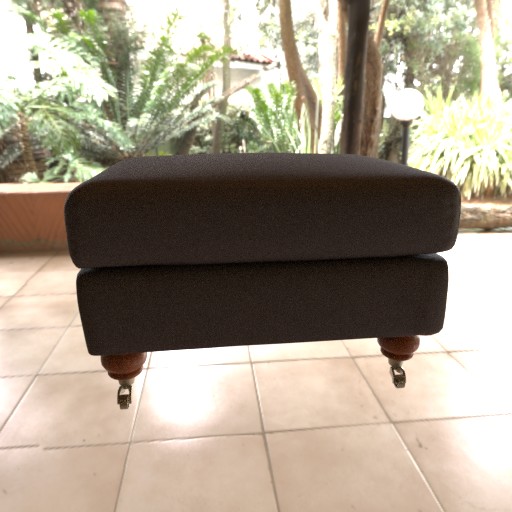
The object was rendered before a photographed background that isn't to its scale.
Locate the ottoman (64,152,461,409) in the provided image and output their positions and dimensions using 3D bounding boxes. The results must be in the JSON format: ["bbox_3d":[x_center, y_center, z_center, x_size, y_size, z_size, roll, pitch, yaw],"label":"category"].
[{"bbox_3d":[0.000,0.000,1.126,0.773,0.497,0.574,-2,18,-7],"label":"ottoman"}]
